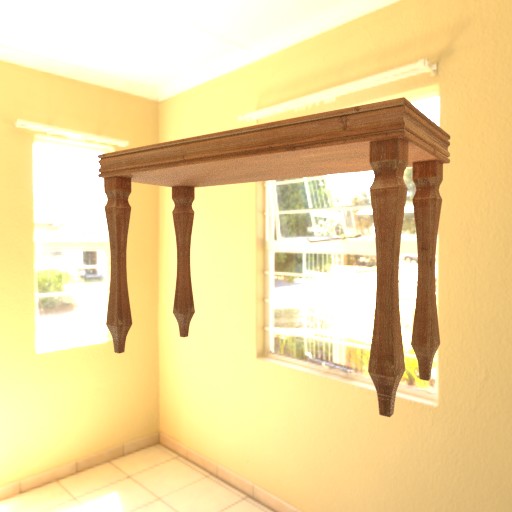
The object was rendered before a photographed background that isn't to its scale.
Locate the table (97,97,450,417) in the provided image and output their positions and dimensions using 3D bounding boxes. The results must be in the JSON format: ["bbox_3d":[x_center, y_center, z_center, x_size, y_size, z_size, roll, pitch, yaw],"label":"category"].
[{"bbox_3d":[0.000,0.000,1.769,1.330,0.873,0.522,1,2,36],"label":"table"}]
